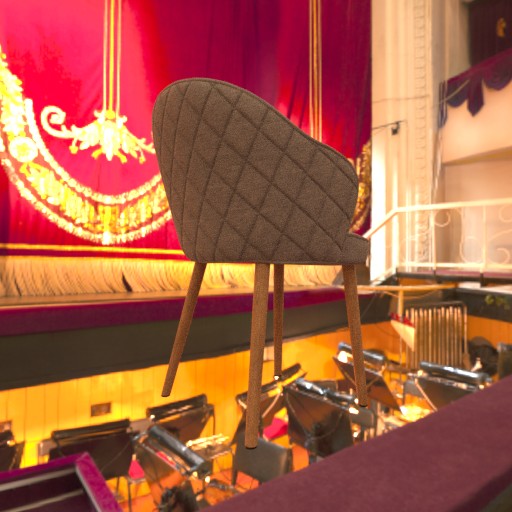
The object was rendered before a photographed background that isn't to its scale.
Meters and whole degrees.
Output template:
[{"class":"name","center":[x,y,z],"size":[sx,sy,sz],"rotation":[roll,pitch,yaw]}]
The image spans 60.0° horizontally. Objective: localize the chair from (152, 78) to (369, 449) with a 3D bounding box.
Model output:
[{"class":"chair","center":[0.000,0.000,1.195],"size":[0.530,0.800,0.540],"rotation":[0,0,-36]}]
